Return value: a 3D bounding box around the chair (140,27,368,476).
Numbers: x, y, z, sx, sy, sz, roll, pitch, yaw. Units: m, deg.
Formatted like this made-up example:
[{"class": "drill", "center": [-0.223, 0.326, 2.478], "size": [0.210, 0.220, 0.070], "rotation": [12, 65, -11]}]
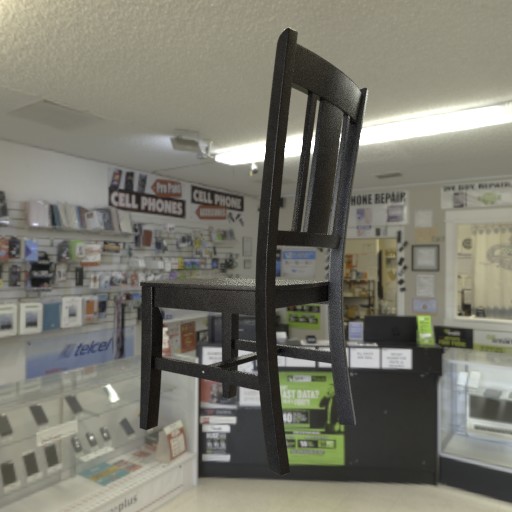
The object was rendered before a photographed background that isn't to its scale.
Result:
[{"class": "chair", "center": [0.000, 0.000, 1.296], "size": [0.555, 0.998, 0.450], "rotation": [-1, -1, 36]}]
